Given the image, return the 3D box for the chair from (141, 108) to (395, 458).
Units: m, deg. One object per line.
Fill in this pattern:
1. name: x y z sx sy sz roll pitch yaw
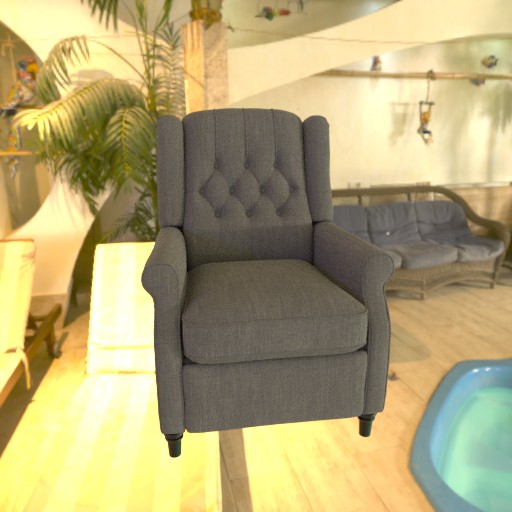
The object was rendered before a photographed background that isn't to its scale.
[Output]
1. chair: 0.000 0.000 1.589 0.742 1.035 0.898 -3 17 -9
